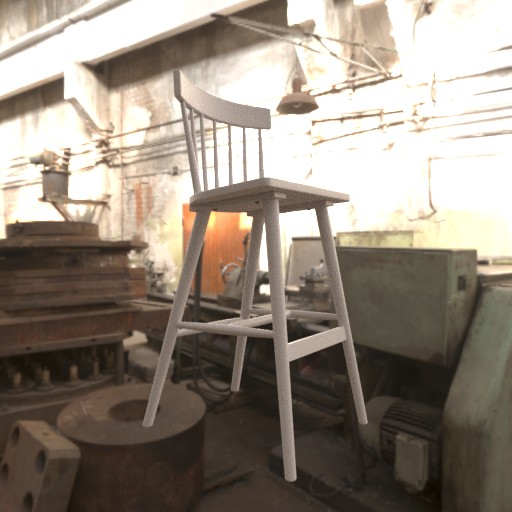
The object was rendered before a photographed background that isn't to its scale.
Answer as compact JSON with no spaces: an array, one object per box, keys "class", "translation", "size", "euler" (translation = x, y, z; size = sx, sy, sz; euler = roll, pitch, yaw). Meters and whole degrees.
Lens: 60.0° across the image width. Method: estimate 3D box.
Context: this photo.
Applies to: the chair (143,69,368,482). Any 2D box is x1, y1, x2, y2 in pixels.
[{"class":"chair","translation":[0.000,0.000,1.419],"size":[0.572,1.092,0.483],"euler":[1,2,37]}]
